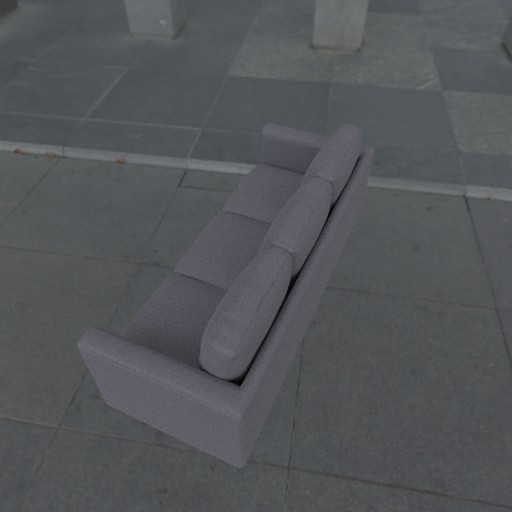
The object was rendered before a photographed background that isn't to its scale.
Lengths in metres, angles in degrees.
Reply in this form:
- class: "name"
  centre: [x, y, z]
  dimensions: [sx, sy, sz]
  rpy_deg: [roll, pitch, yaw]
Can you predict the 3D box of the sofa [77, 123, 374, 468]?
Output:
- class: "sofa"
  centre: [0.000, 0.000, 2.557]
  dimensions: [0.802, 0.912, 2.029]
  rpy_deg: [18, 48, 17]
